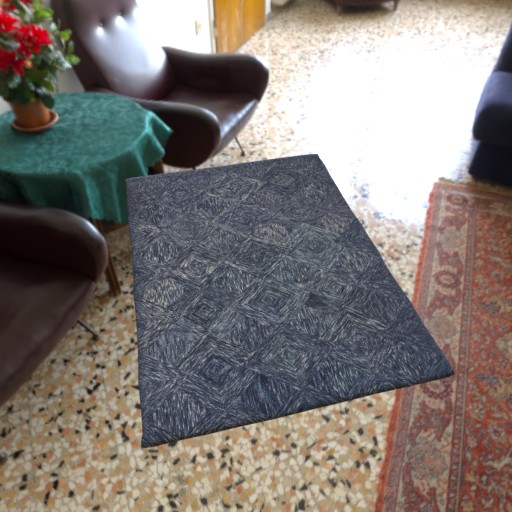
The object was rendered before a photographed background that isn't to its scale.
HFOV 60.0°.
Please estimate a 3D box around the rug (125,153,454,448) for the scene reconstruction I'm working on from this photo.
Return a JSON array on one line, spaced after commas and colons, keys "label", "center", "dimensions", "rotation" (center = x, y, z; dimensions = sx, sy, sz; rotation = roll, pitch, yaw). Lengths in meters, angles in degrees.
[{"label": "rug", "center": [0.000, 0.000, 4.293], "dimensions": [2.385, 0.024, 3.245], "rotation": [-10, 45, -10]}]
